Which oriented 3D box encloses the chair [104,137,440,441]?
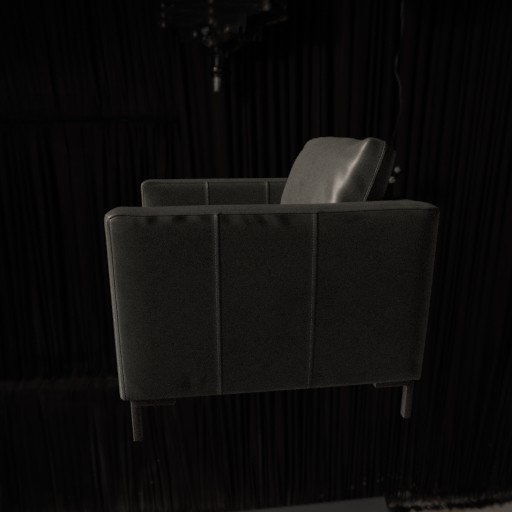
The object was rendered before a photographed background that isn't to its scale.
[{"bbox_3d":[0.000,0.000,1.515,0.861,0.824,0.967,-2,15,-7],"label":"chair"}]
